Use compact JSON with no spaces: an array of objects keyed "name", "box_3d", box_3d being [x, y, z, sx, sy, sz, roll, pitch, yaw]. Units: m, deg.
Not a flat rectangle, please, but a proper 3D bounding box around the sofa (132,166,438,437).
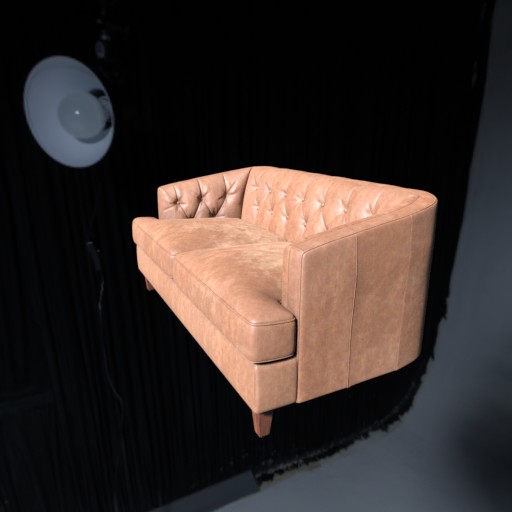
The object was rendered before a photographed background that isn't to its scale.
[{"name":"sofa","box_3d":[0.000,0.000,2.284,0.914,0.786,1.755,-8,18,-25]}]
